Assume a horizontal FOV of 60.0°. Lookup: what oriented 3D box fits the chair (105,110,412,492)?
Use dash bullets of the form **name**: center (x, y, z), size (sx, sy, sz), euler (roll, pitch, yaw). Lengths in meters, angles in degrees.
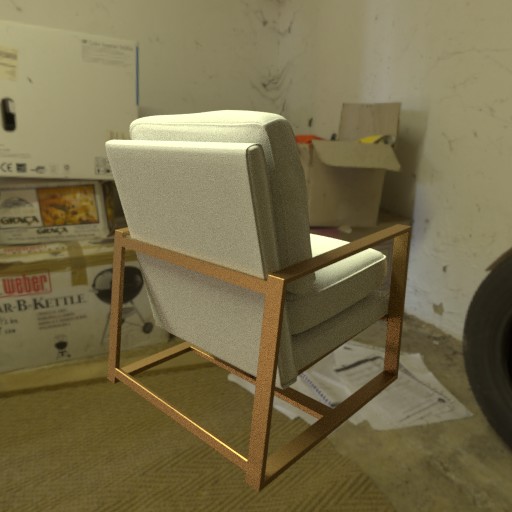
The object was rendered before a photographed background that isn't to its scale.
- **chair**: center (0.000, 0.000, 1.579), size (0.805, 0.966, 0.813), euler (15, 21, 42)
